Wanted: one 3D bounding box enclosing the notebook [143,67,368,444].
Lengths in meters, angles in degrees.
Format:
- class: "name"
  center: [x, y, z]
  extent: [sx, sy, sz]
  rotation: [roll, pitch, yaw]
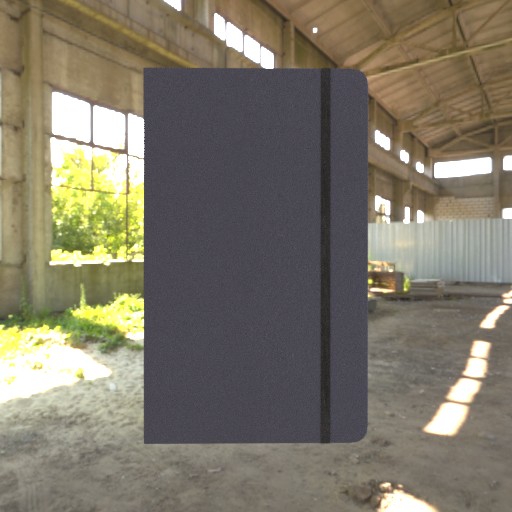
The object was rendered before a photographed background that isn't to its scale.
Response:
- class: "notebook"
  center: [0.000, 0.000, 0.258]
  extent: [0.127, 0.213, 0.016]
  rotation: [0, 0, -1]
